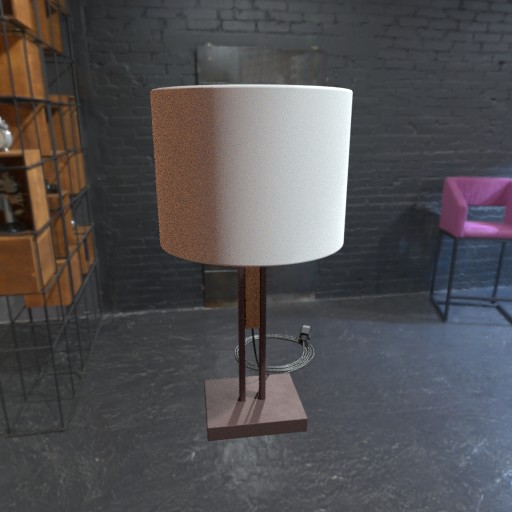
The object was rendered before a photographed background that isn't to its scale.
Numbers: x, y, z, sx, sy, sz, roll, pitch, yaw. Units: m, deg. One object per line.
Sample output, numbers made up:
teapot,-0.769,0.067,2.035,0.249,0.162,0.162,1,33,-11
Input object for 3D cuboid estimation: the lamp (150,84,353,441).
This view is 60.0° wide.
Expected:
lamp,0.000,0.000,0.976,0.396,0.668,0.525,-2,17,-8
